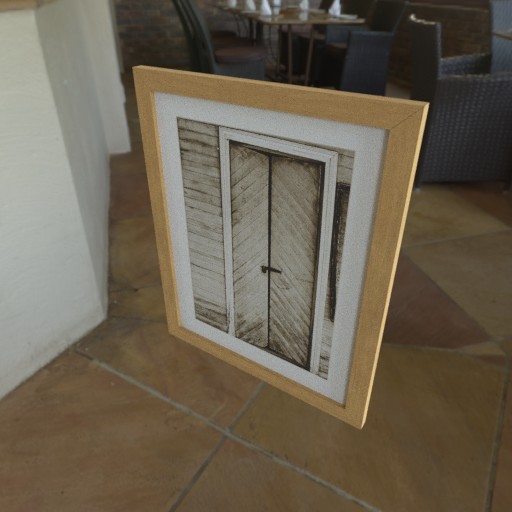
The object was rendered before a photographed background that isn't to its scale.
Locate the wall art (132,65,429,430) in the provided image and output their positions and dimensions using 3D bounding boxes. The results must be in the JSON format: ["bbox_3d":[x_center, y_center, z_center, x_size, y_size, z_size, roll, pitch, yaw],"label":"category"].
[{"bbox_3d":[0.000,0.000,0.754,0.460,0.561,0.020,19,37,28],"label":"wall art"}]
